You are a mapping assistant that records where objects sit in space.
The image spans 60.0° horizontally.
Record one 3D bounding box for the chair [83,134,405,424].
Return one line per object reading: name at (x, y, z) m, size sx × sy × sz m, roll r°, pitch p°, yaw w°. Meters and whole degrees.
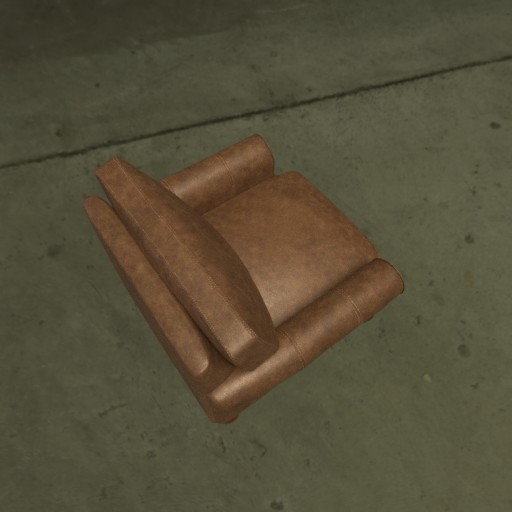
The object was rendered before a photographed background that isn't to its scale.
chair at (0.000, 0.000, 1.839) m, size 1.002 × 0.976 × 0.996 m, roll -32°, pitch 64°, yaw -18°
